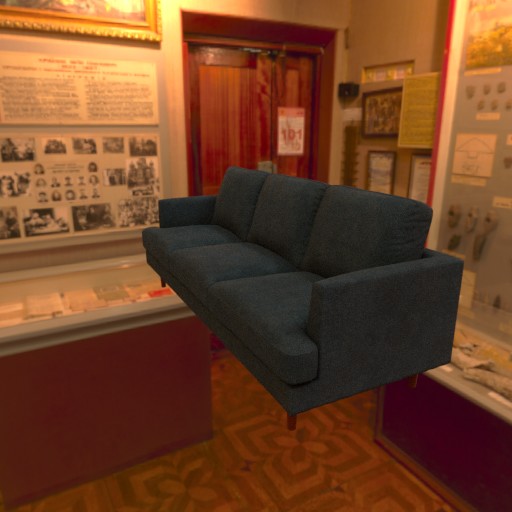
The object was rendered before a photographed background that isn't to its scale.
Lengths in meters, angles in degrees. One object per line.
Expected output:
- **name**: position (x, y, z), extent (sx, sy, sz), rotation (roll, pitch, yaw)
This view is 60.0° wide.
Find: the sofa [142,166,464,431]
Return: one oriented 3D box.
- **sofa**: position (0.000, 0.000, 2.712), extent (0.903, 0.930, 2.246), rotation (-8, 18, -26)
